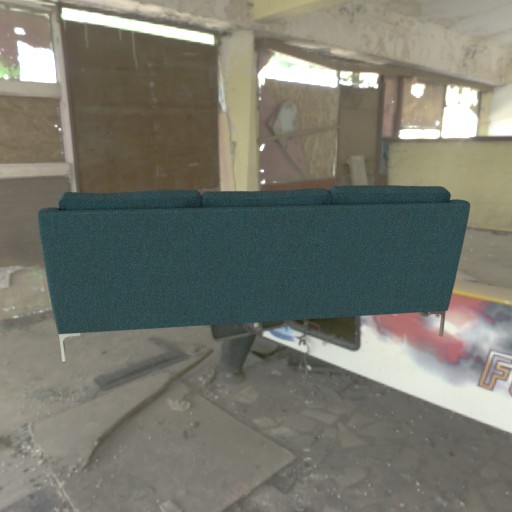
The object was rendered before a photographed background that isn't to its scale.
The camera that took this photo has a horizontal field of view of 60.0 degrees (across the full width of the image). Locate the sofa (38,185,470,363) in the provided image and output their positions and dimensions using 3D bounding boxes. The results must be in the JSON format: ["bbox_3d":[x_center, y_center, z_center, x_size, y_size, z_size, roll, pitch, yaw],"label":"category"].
[{"bbox_3d":[0.000,0.000,2.527,2.060,0.837,0.849,-2,14,-9],"label":"sofa"}]
